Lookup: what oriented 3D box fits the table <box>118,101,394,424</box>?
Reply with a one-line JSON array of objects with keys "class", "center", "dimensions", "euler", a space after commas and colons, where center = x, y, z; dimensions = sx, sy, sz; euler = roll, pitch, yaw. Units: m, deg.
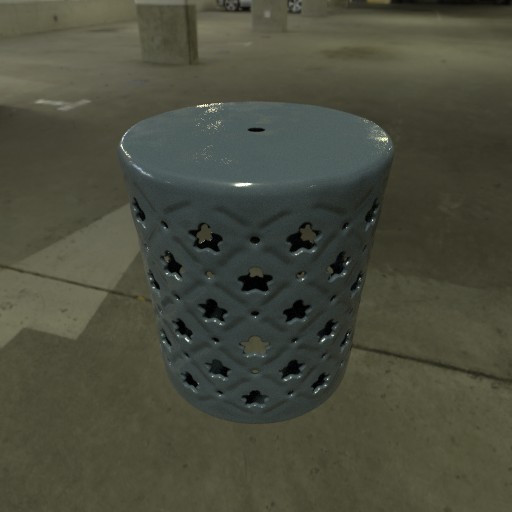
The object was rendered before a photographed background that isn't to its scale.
[{"class": "table", "center": [0.000, 0.000, 0.676], "dimensions": [0.352, 0.387, 0.352], "euler": [0, 32, 0]}]
